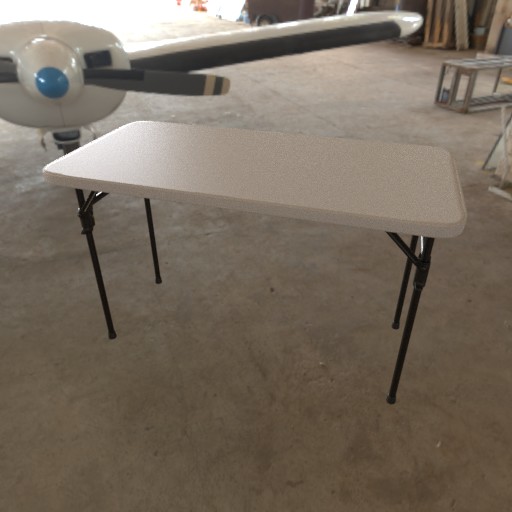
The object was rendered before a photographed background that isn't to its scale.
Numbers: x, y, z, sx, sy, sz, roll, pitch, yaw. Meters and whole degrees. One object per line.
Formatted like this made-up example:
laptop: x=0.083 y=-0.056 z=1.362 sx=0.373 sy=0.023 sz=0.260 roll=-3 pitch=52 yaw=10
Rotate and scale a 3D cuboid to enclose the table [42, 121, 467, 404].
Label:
table: x=0.000 y=0.000 z=1.606 sx=1.219 sy=0.729 sz=0.610 roll=9 pitch=33 yaw=14
